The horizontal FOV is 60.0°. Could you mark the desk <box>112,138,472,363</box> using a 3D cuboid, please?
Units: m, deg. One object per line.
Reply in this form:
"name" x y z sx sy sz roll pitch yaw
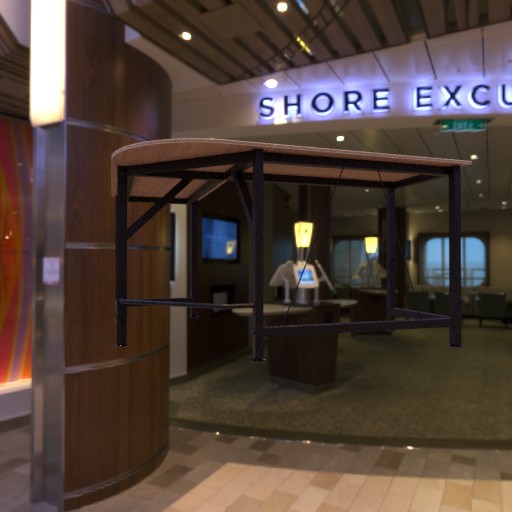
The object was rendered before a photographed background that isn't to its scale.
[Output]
"desk" 0.000 0.000 2.255 1.400 0.762 1.400 0 -1 -18
